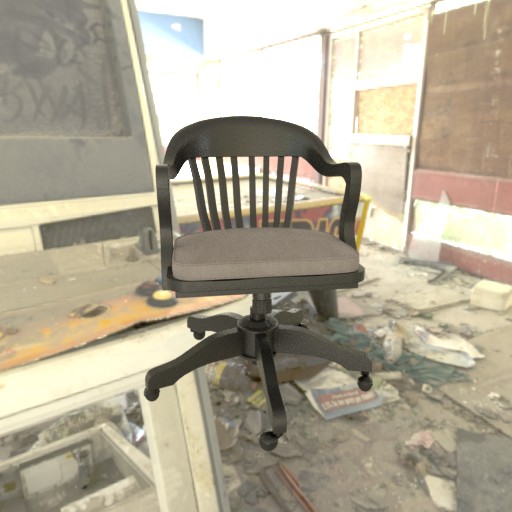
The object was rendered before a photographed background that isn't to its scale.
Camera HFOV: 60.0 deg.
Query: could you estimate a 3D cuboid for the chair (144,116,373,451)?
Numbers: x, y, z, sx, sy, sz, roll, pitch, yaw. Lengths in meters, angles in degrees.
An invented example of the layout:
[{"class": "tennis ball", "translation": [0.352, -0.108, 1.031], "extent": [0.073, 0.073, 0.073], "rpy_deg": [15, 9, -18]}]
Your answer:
[{"class": "chair", "translation": [0.000, 0.000, 1.433], "extent": [0.750, 0.878, 0.788], "rpy_deg": [-3, 17, -8]}]
